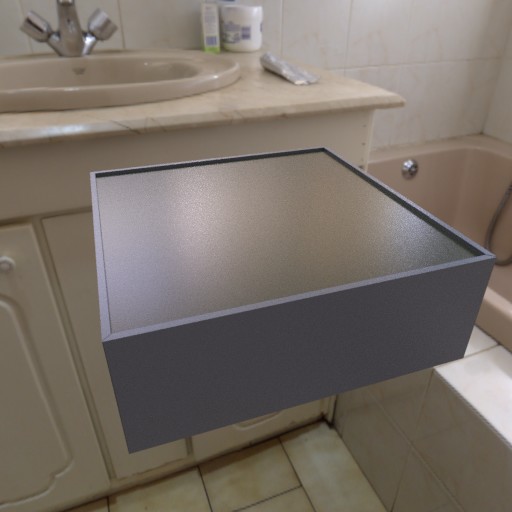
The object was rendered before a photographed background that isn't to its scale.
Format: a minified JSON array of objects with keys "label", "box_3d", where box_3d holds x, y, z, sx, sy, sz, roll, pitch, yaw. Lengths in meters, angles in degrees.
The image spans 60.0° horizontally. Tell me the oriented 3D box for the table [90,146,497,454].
[{"label":"table","box_3d":[0.000,0.000,1.225,0.801,0.299,0.801,-10,33,-16]}]
